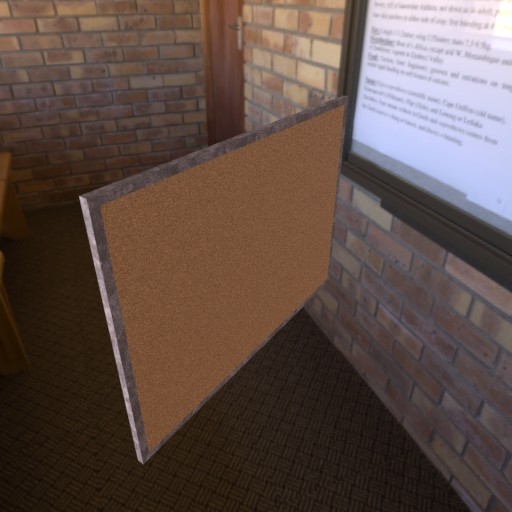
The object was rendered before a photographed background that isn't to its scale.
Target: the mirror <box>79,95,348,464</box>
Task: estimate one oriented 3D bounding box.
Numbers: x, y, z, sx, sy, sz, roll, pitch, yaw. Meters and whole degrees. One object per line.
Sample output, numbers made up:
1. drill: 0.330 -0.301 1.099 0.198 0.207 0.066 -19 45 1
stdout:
1. mirror: 0.000 0.000 1.407 0.022 0.795 1.101 20 37 30
